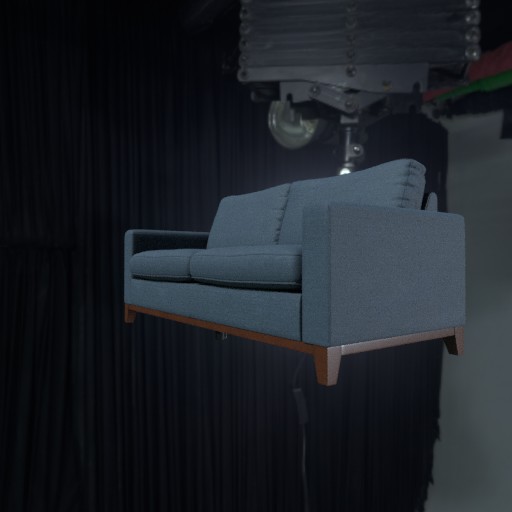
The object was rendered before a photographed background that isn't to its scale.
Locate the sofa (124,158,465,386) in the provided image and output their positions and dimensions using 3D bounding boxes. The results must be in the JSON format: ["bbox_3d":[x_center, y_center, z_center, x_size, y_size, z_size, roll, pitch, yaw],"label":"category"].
[{"bbox_3d":[0.000,0.000,2.433,0.877,0.865,1.900,0,-1,-36],"label":"sofa"}]
